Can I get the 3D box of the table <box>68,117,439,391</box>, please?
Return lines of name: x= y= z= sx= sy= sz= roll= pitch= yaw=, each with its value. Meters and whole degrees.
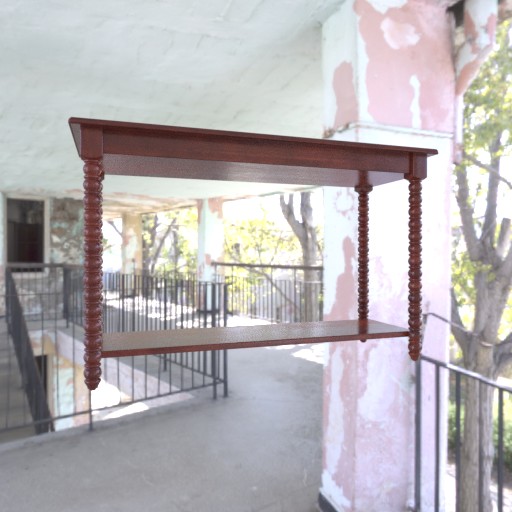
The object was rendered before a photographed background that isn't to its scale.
table: x=0.000 y=0.000 z=1.558 sx=1.184 sy=0.740 sz=0.459 roll=0 pitch=0 yaw=-18
